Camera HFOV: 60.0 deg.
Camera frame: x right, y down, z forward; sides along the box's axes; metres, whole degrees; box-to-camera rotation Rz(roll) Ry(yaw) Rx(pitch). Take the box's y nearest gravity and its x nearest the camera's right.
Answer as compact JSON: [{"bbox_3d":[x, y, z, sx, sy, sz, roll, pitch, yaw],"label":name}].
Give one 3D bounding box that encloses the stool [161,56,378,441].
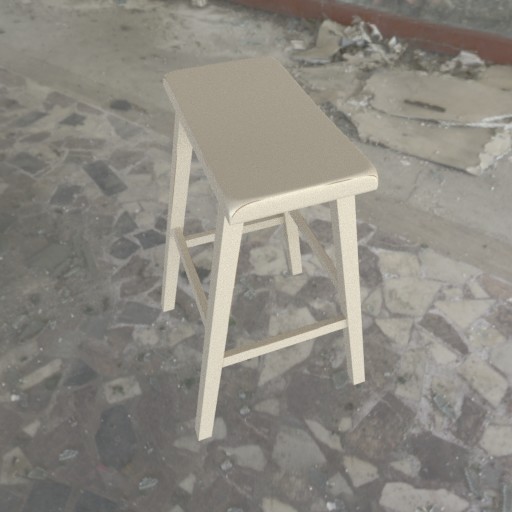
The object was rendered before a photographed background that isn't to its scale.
[{"bbox_3d":[0.000,0.000,1.051,0.476,0.737,0.457,-15,49,-14],"label":"stool"}]
